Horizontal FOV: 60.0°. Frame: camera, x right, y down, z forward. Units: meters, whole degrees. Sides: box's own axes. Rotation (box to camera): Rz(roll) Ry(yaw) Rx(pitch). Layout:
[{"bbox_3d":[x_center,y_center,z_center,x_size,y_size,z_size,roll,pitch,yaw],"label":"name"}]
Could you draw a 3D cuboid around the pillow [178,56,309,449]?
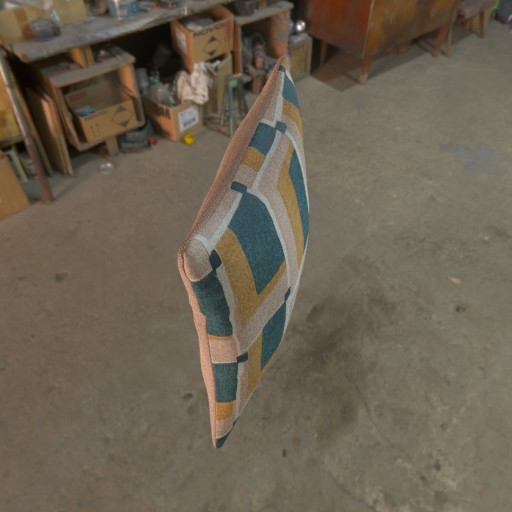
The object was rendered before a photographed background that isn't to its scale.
[{"bbox_3d":[0.000,0.000,0.743,0.158,0.479,0.478,10,47,10],"label":"pillow"}]
